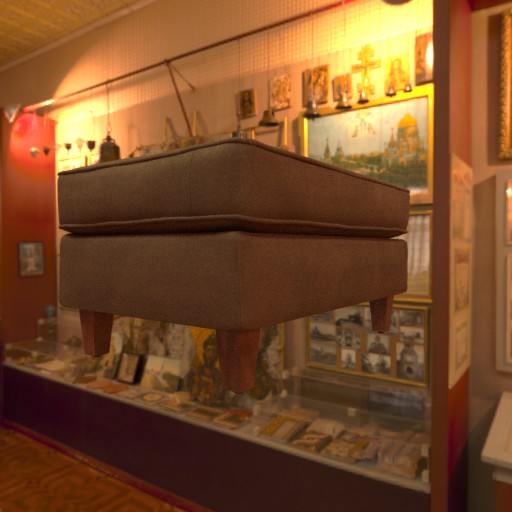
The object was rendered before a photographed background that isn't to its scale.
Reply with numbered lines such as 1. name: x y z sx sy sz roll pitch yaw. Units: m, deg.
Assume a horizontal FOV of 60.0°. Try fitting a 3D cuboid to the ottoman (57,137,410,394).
1. ottoman: 0.000 0.000 1.215 0.596 0.481 0.860 1 1 37
